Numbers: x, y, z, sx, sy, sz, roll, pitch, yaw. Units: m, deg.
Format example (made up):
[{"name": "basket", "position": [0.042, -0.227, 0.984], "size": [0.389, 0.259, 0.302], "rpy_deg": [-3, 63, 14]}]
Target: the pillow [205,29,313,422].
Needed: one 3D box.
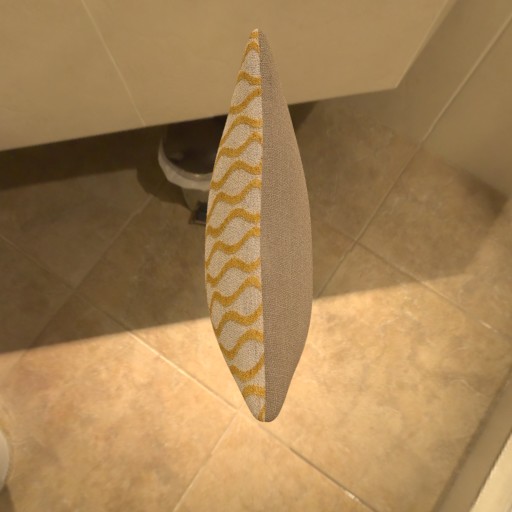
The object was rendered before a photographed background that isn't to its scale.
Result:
[{"name": "pillow", "position": [0.000, 0.000, 0.660], "size": [0.159, 0.436, 0.429], "rpy_deg": [-2, 76, -1]}]
